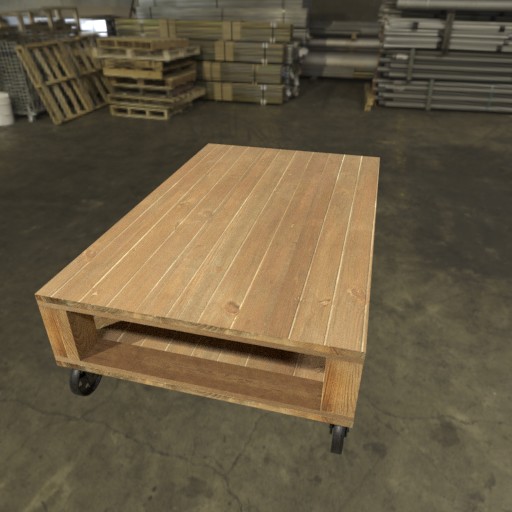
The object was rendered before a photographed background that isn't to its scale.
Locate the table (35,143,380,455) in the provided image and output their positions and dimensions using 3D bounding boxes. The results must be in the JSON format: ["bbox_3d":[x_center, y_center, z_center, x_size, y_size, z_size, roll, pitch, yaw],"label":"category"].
[{"bbox_3d":[0.000,0.000,1.683,0.827,0.413,1.299,8,32,12],"label":"table"}]
